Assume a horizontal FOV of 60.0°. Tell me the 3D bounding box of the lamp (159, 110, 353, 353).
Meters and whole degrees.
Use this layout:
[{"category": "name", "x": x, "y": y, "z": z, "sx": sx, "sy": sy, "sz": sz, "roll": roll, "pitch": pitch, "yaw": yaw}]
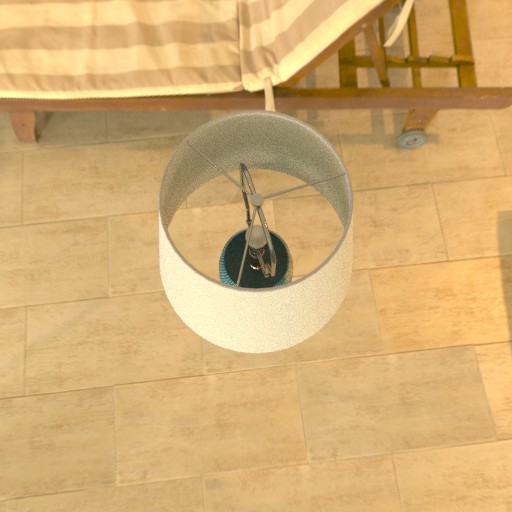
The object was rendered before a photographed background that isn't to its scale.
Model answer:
[{"category": "lamp", "x": 0.000, "y": 0.000, "z": 0.824, "sx": 0.355, "sy": 0.582, "sz": 0.355, "roll": 0, "pitch": 75, "yaw": 0}]
